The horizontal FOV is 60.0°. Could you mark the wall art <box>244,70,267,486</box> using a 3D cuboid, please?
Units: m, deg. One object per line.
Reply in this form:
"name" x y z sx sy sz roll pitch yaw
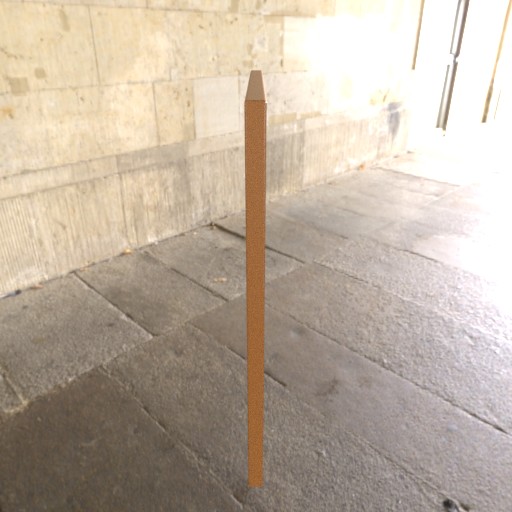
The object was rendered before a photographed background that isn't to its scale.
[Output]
"wall art" 0.000 0.000 0.744 0.021 0.550 0.449 0 26 0
